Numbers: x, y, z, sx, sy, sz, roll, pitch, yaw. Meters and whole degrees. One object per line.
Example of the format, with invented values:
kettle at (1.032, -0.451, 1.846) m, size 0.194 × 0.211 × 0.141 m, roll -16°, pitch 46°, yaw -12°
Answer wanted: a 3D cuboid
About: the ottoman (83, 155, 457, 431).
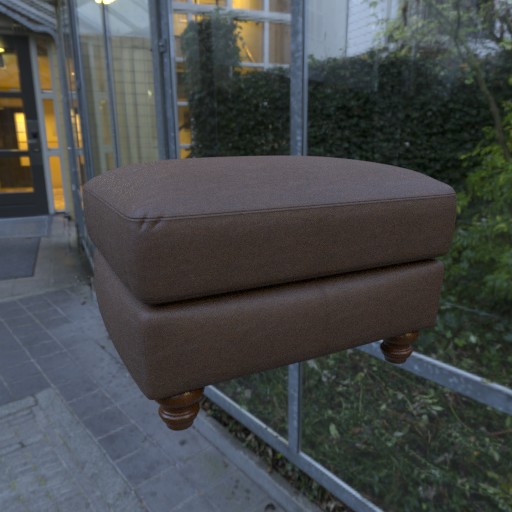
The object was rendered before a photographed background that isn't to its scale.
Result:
ottoman at (0.000, 0.000, 1.162) m, size 0.787 × 0.508 × 0.635 m, roll -8°, pitch 17°, yaw -26°
